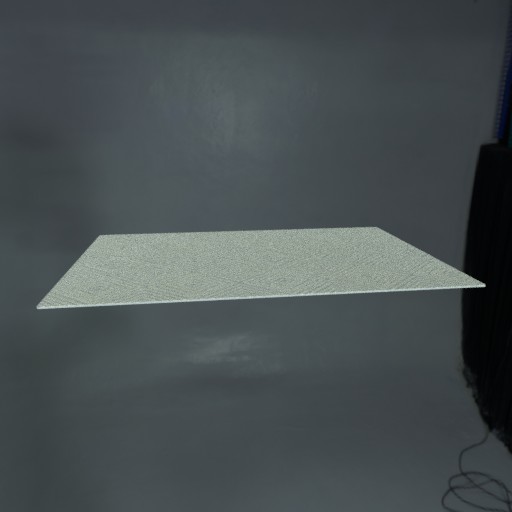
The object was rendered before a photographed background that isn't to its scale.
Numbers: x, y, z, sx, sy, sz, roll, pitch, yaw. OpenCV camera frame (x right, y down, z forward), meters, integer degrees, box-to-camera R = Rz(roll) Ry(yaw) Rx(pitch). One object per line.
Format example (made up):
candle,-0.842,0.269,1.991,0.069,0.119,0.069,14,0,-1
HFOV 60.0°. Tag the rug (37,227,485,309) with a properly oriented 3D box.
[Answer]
rug,0.000,0.000,2.253,1.753,0.008,1.143,-2,16,-7
